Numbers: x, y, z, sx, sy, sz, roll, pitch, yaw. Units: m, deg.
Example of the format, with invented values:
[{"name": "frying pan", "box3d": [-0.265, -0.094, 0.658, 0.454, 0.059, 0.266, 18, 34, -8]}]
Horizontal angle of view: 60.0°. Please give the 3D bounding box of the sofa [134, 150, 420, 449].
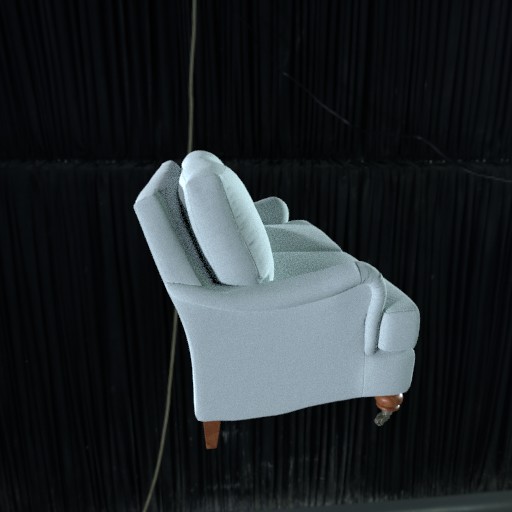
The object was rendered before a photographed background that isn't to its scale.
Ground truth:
[{"name": "sofa", "box3d": [0.000, 0.000, 2.497, 1.084, 1.101, 1.853, -2, 16, -8]}]
